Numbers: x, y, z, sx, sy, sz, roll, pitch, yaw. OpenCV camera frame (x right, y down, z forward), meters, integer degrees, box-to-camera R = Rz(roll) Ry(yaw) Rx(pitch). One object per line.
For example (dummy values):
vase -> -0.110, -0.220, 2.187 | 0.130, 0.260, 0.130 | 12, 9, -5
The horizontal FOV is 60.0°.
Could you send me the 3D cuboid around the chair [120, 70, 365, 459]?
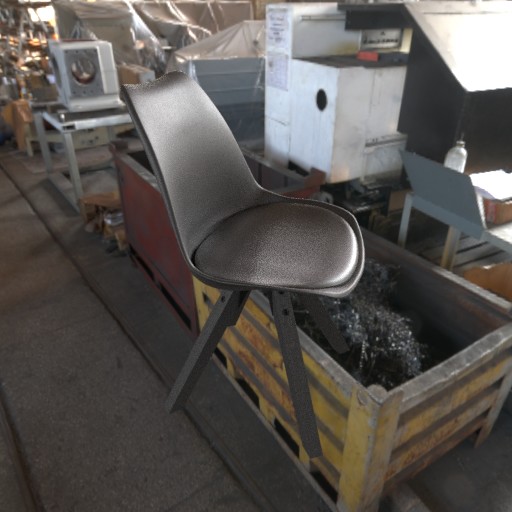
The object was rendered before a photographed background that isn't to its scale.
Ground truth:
chair -> 0.000, 0.000, 1.157 | 0.550, 0.850, 0.485 | 10, 32, 17
